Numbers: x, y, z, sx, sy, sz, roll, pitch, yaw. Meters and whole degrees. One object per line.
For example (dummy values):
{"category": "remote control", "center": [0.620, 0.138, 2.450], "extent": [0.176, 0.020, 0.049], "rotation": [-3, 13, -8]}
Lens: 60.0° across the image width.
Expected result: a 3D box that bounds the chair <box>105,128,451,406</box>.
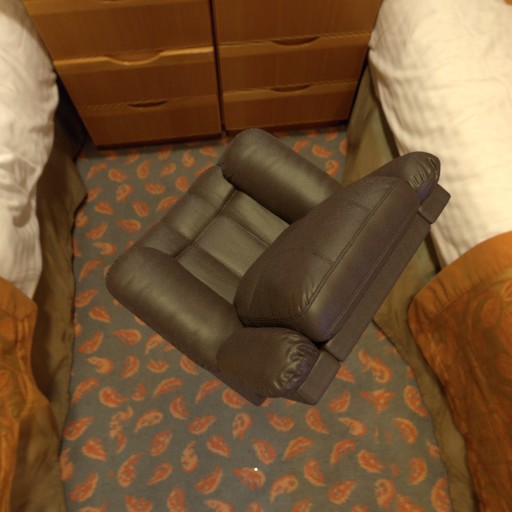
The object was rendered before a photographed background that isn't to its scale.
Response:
{"category": "chair", "center": [0.000, 0.000, 1.675], "extent": [0.934, 1.009, 0.899], "rotation": [34, 69, 15]}
